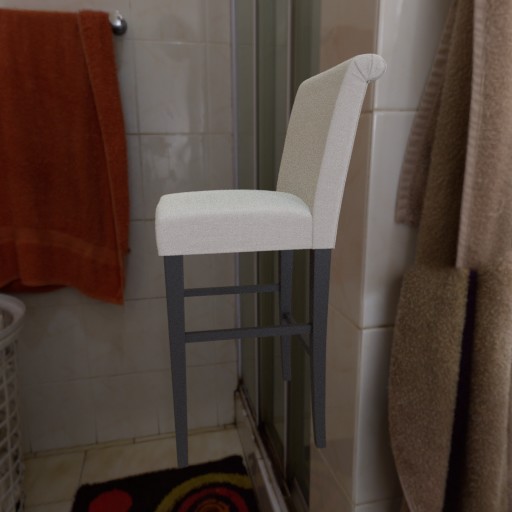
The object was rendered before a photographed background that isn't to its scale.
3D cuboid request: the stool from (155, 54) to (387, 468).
[{"bbox_3d":[0.000,0.000,1.402,0.597,1.124,0.452,-3,14,-10],"label":"stool"}]
